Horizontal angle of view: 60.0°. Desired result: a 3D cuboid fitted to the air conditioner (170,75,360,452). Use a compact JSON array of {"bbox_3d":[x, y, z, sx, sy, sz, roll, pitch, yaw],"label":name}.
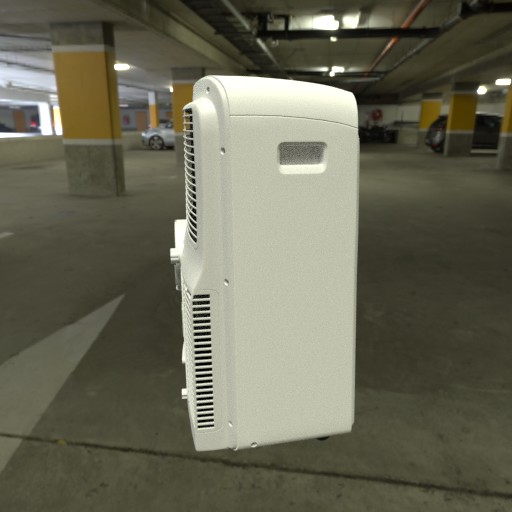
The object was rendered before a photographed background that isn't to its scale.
[{"bbox_3d":[0.000,0.000,0.966,0.365,0.700,0.454,-3,17,-9],"label":"air conditioner"}]
